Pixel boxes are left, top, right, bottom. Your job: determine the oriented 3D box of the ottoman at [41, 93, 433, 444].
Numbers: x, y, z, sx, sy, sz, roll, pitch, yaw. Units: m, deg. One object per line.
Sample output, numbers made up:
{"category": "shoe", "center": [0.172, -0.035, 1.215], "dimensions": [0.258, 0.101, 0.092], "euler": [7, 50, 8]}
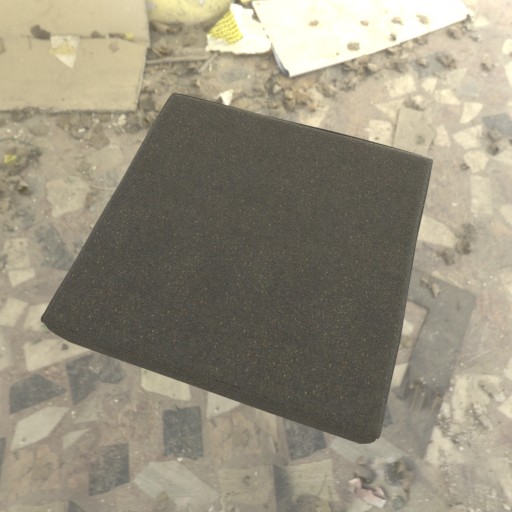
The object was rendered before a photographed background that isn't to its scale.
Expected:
{"category": "ottoman", "center": [0.000, 0.000, 1.557], "dimensions": [1.004, 0.382, 0.968], "euler": [17, 64, 8]}
